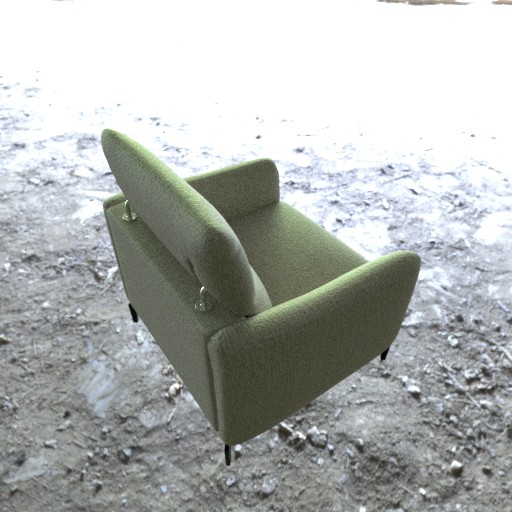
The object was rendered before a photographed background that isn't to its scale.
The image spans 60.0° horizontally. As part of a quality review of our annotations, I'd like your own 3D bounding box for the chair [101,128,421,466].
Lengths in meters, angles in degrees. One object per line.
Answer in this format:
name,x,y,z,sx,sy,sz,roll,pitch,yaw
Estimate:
chair,0.000,0.000,1.686,0.835,0.967,0.972,-24,46,-26
